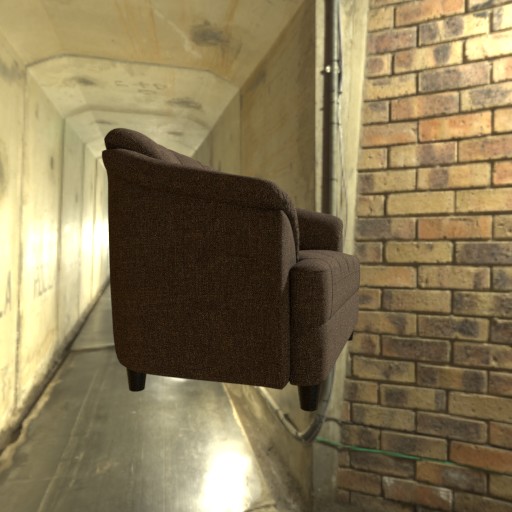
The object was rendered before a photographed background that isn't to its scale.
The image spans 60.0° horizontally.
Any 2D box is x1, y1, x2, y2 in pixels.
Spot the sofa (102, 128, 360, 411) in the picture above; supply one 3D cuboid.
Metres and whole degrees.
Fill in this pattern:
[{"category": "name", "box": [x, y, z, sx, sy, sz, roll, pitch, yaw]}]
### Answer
[{"category": "sofa", "box": [0.000, 0.000, 1.921, 0.799, 0.895, 1.404, 0, 1, 18]}]
